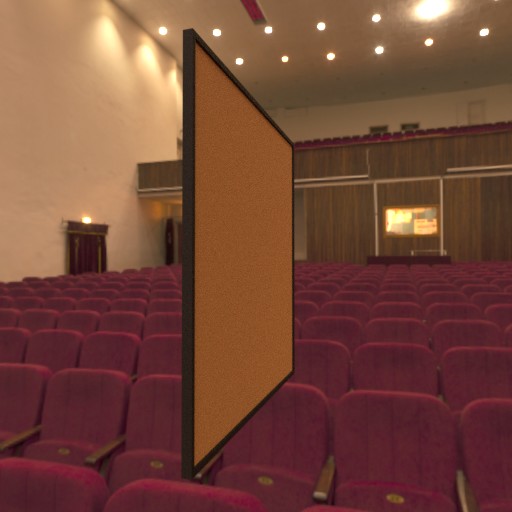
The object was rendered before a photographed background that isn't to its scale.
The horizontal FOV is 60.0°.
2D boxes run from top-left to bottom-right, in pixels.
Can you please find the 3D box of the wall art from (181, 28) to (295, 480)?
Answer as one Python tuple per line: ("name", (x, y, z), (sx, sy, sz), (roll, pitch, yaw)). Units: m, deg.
("wall art", (0.000, 0.000, 0.668), (0.013, 0.457, 0.458), (0, -1, 18))
